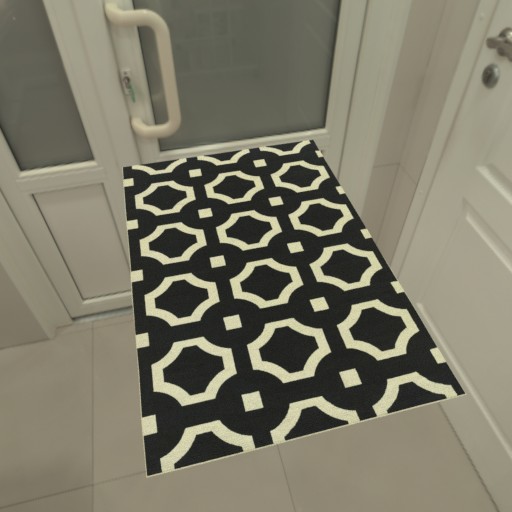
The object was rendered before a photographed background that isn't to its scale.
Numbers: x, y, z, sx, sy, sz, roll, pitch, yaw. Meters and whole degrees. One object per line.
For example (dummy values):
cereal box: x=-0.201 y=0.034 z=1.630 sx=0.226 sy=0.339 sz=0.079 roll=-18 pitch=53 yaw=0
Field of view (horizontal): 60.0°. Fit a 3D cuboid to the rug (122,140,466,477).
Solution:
rug: x=0.000 y=0.000 z=2.788 sx=1.555 sy=0.016 sz=2.286 roll=-11 pitch=49 yaw=-9
